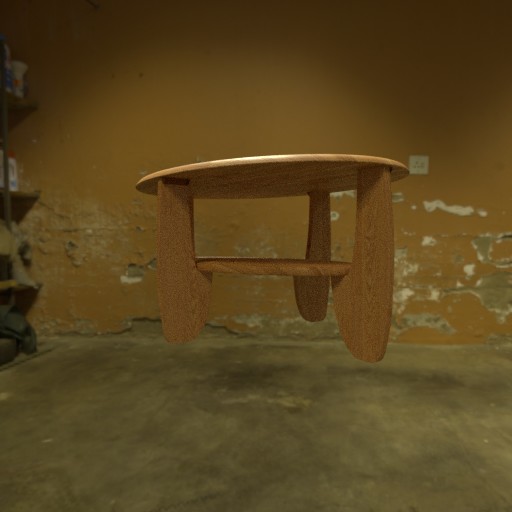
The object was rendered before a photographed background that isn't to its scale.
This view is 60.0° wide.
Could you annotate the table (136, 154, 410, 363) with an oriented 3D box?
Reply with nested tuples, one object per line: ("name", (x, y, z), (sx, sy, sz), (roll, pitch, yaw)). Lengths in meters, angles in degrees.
("table", (0.000, 0.000, 1.443), (0.690, 0.490, 1.040), (-2, 3, -37))
